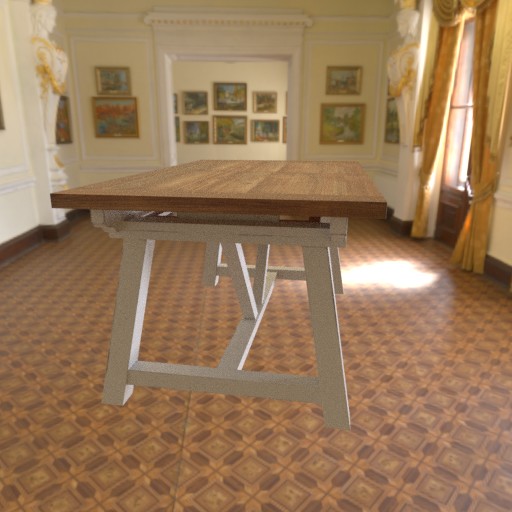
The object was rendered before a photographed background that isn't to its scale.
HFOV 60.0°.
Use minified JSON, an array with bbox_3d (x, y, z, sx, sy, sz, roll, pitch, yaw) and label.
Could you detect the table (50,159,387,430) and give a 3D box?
[{"bbox_3d":[0.000,0.000,1.989,0.922,0.743,1.503,3,16,9],"label":"table"}]
